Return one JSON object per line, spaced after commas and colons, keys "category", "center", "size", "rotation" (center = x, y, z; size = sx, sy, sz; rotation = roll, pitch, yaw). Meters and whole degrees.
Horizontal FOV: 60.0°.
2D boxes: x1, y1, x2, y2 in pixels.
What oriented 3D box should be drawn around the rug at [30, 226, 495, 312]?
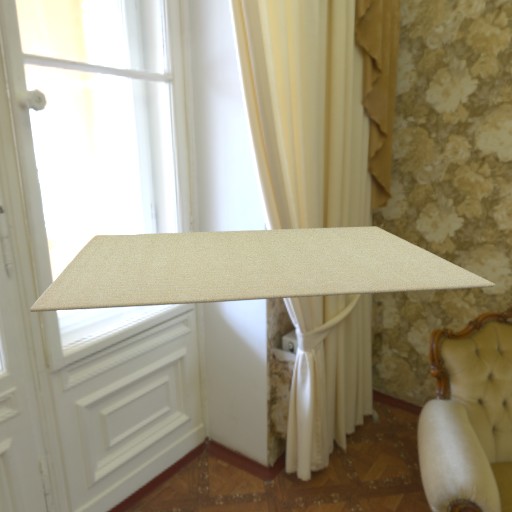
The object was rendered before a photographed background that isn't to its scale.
{"category": "rug", "center": [0.000, 0.000, 2.297], "size": [1.848, 0.014, 1.238], "rotation": [-2, 15, -8]}
